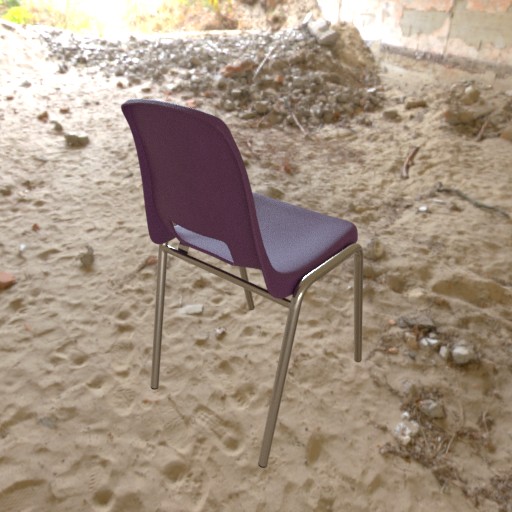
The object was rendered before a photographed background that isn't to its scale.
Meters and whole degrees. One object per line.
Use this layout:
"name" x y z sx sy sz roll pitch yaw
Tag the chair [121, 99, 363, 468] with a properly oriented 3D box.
"chair" 0.000 0.000 0.952 0.381 0.704 0.432 22 37 32
